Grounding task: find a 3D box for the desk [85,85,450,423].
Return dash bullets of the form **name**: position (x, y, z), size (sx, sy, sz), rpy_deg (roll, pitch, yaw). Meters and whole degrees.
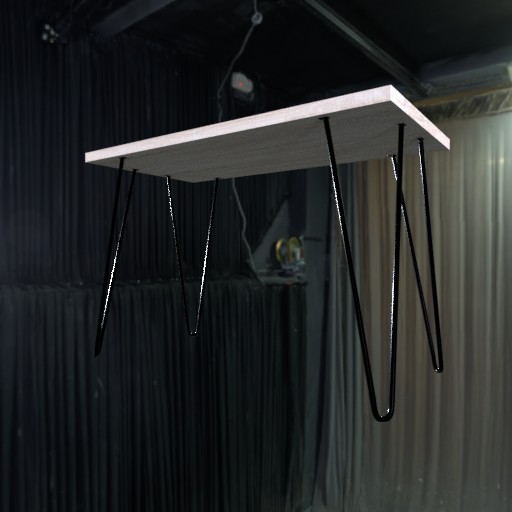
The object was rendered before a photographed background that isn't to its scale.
- **desk**: position (0.000, 0.000, 1.341), size (0.991, 0.660, 0.499), rpy_deg (0, 0, 36)
